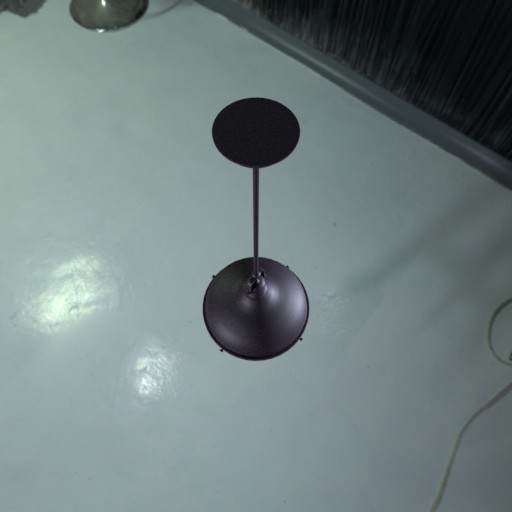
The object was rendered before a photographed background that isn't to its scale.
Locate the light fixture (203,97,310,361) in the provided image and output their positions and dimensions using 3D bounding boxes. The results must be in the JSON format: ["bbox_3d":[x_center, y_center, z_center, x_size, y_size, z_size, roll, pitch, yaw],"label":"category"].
[{"bbox_3d":[0.000,0.000,1.035,0.341,0.849,0.341,34,69,15],"label":"light fixture"}]
